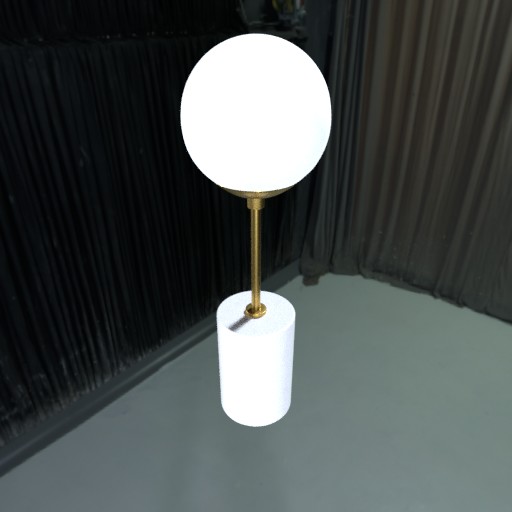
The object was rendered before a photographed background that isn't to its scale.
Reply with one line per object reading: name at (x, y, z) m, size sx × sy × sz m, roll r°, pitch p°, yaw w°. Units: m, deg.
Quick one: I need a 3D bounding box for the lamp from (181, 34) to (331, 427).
lamp at (0.000, 0.000, 0.536) m, size 0.153 × 0.480 × 0.153 m, roll 0°, pitch 29°, yaw 0°
